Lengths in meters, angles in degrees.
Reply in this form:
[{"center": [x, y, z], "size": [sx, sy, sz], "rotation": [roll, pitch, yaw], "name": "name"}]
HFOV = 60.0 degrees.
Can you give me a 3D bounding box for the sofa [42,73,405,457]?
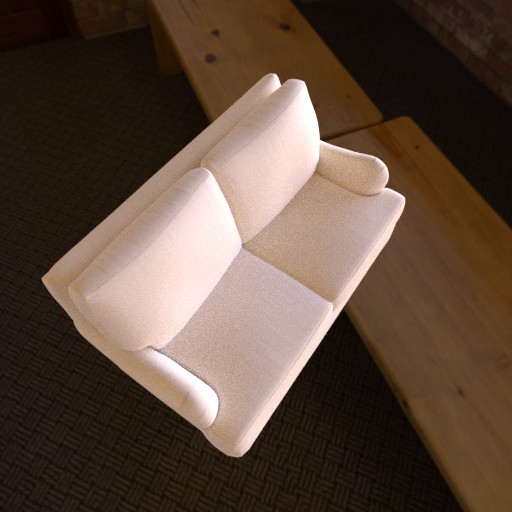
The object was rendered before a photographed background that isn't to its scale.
[{"center": [0.000, 0.000, 2.529], "size": [1.084, 1.101, 1.853], "rotation": [31, 63, 18], "name": "sofa"}]
